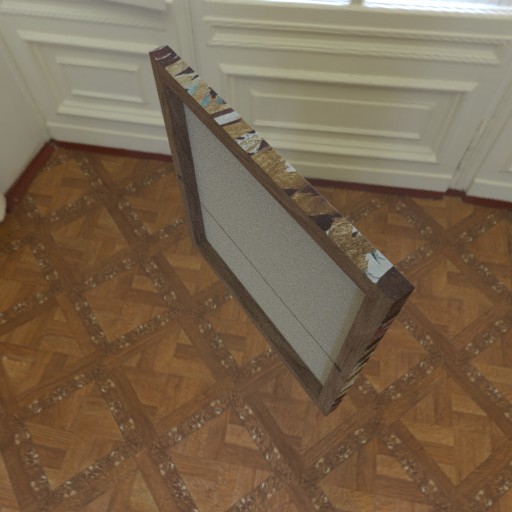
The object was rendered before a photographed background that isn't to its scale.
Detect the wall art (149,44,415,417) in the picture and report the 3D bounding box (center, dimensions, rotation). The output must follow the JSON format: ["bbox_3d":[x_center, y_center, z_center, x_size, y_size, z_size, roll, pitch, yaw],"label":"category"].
[{"bbox_3d":[0.000,0.000,0.923,0.041,0.613,0.609,-31,63,-18],"label":"wall art"}]
